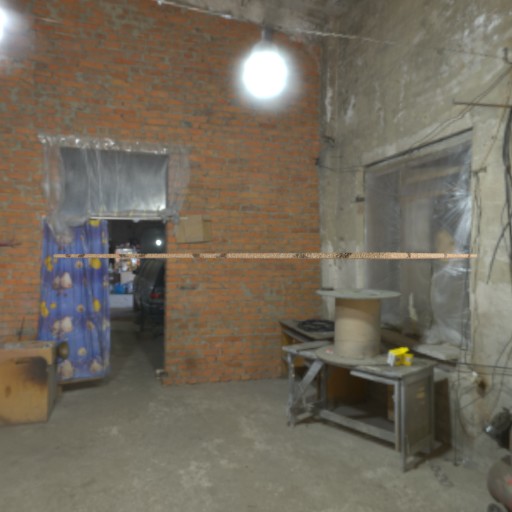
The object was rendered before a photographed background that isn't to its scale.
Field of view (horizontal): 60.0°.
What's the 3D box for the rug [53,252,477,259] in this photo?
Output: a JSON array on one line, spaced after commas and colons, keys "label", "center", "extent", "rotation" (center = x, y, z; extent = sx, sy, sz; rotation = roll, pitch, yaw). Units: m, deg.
[{"label": "rug", "center": [0.000, 0.000, 2.894], "extent": [2.348, 0.024, 1.501], "rotation": [0, 0, 37]}]
